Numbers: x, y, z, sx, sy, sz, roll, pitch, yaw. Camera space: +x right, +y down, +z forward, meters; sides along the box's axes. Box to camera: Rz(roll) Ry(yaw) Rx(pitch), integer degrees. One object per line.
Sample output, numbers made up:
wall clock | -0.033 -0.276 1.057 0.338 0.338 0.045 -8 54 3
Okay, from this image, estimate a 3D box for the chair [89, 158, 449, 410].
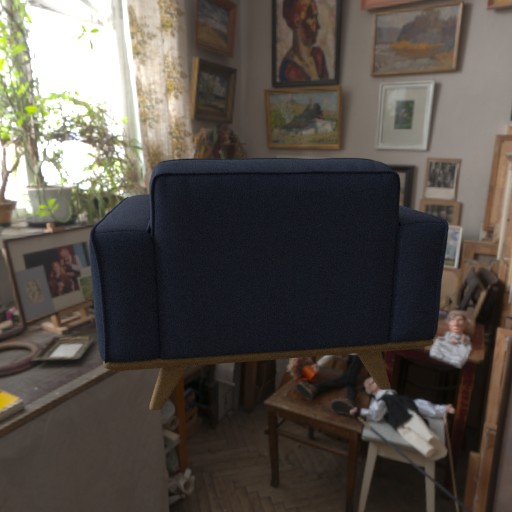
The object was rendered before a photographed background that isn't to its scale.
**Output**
chair | 0.000 0.000 1.775 1.118 0.783 0.953 -2 14 -9
